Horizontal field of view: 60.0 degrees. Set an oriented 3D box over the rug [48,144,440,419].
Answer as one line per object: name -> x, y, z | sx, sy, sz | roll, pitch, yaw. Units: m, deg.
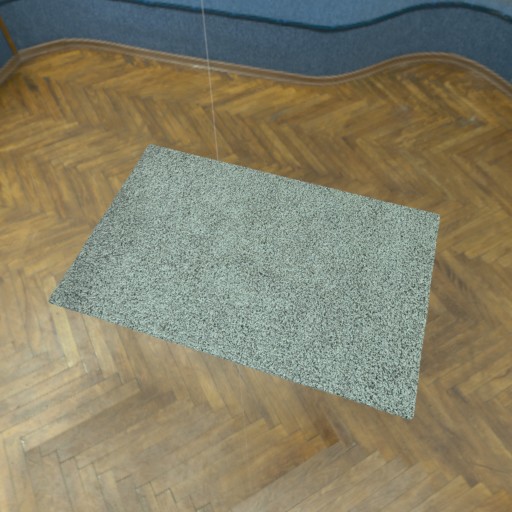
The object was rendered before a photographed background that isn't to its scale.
rug -> 0.000, 0.000, 3.578 | 2.743, 0.030, 1.778 | 16, 59, 10
